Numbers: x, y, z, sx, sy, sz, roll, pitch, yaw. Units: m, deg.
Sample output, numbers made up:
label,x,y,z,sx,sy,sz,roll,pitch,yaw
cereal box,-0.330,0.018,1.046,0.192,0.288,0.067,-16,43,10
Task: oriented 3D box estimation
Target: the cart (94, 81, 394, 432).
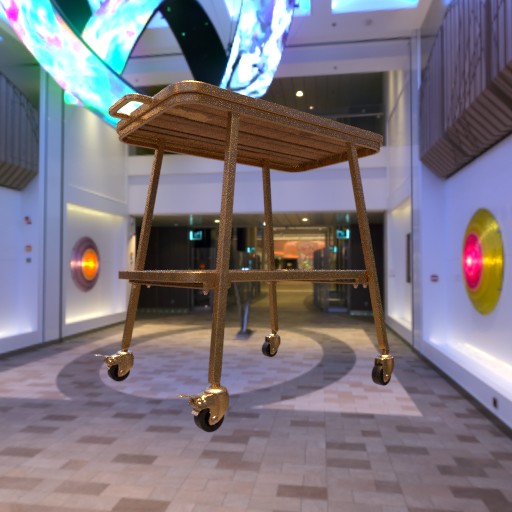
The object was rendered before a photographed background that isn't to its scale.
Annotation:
label,x,y,z,sx,sy,sz,roll,pitch,yaw
cart,0.000,0.000,1.248,0.806,0.700,0.524,1,-2,-38
